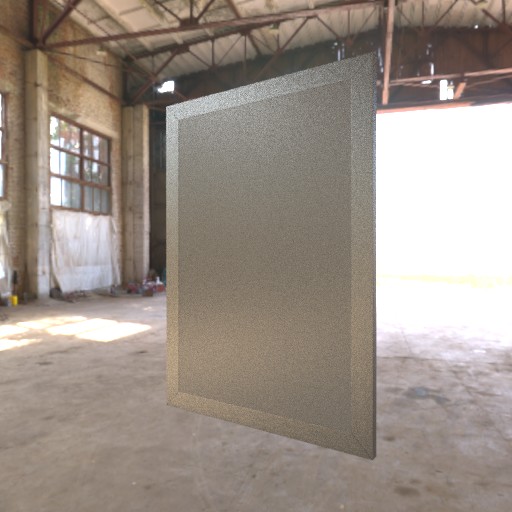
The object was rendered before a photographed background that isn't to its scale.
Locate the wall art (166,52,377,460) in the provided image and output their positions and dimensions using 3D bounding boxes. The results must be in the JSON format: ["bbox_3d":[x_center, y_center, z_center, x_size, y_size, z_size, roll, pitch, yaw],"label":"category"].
[{"bbox_3d":[0.000,0.000,0.685,0.376,0.529,0.013,0,0,34],"label":"wall art"}]
